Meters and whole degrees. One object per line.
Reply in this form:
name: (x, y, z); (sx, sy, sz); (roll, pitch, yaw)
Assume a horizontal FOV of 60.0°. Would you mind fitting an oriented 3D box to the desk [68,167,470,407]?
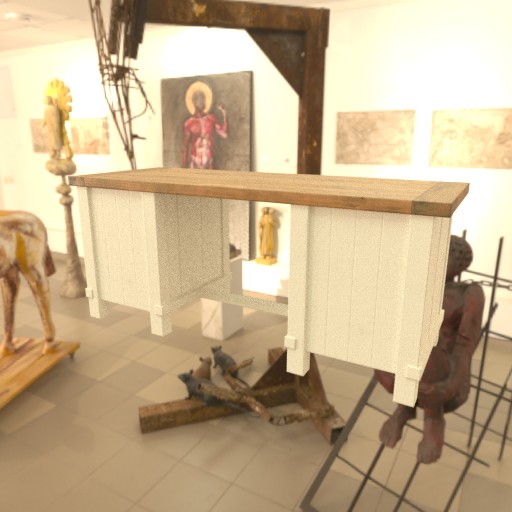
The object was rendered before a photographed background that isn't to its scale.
desk: (0.000, 0.000, 2.215); (1.803, 0.760, 0.688); (9, 18, 28)
